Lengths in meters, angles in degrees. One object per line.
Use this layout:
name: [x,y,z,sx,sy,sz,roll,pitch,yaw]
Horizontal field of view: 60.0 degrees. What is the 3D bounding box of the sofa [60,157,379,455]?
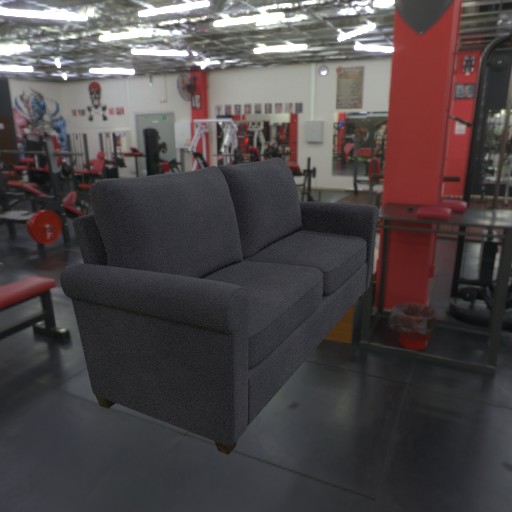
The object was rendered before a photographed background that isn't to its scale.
sofa: [0.000,0.000,2.390,0.842,0.942,1.935,9,18,27]
